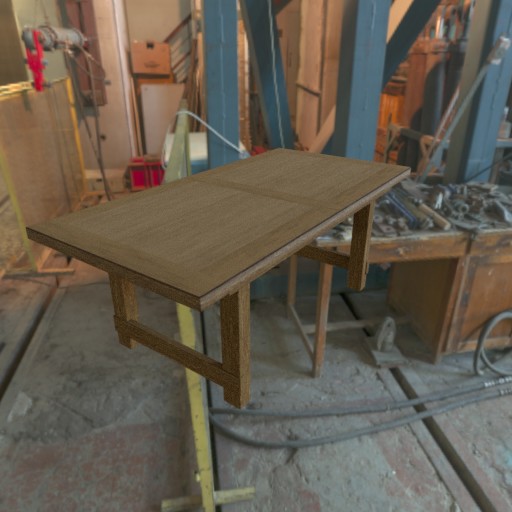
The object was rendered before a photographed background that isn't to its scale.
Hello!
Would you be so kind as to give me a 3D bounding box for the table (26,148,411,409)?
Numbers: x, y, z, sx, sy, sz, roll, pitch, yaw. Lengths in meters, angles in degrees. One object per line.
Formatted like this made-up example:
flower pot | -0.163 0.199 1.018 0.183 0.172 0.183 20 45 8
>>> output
table | 0.000 0.000 2.513 1.000 0.762 1.982 17 30 32
